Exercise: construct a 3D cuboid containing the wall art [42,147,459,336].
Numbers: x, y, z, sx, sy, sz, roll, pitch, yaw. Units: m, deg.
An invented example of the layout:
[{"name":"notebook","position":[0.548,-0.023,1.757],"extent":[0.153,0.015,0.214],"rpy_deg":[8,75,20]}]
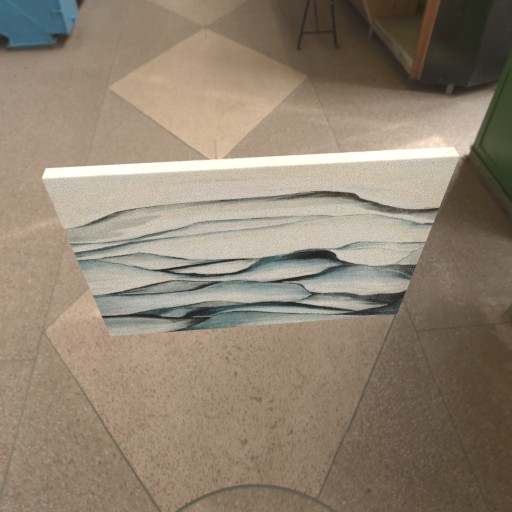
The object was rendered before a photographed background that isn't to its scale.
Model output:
[{"name":"wall art","position":[0.000,0.000,1.199],"extent":[0.914,0.609,0.039],"rpy_deg":[-4,47,-4]}]
